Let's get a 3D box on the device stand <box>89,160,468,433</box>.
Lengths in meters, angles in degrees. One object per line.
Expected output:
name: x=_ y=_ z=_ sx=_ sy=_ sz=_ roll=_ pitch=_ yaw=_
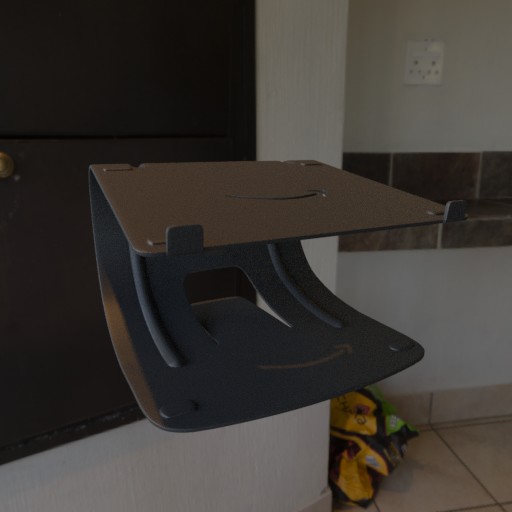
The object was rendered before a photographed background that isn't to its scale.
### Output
device stand: x=0.000 y=0.000 z=0.388 sx=0.256 sy=0.155 sz=0.236 roll=-8 pitch=16 yaw=-27
